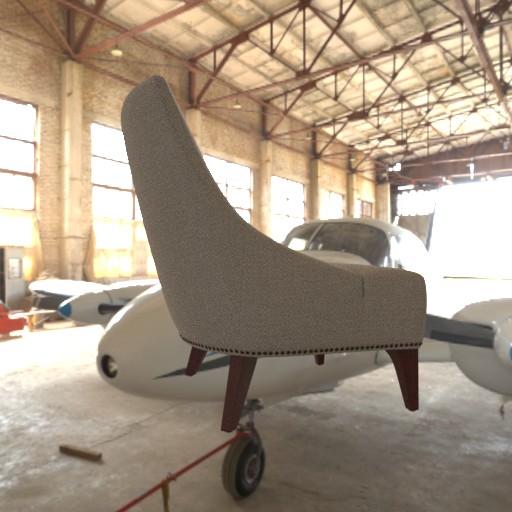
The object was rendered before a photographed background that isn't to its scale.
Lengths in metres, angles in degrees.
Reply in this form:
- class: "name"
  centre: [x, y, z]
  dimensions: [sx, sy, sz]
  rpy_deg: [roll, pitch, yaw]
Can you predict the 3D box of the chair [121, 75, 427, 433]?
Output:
- class: "chair"
  centre: [0.000, 0.000, 1.470]
  dimensions: [0.861, 0.909, 0.701]
  rpy_deg: [0, -1, -18]
